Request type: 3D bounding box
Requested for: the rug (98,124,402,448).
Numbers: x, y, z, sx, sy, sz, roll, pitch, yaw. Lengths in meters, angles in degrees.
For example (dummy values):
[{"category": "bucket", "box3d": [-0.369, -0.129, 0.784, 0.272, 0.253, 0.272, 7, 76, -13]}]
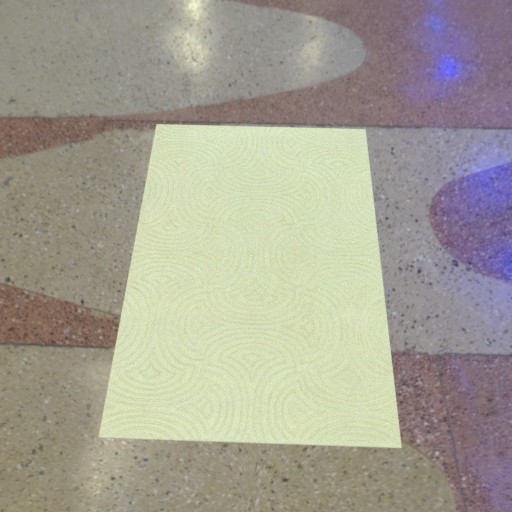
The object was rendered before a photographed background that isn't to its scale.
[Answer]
[{"category": "rug", "box3d": [0.000, 0.000, 2.728, 1.526, 0.015, 2.132, 2, 62, 1]}]
